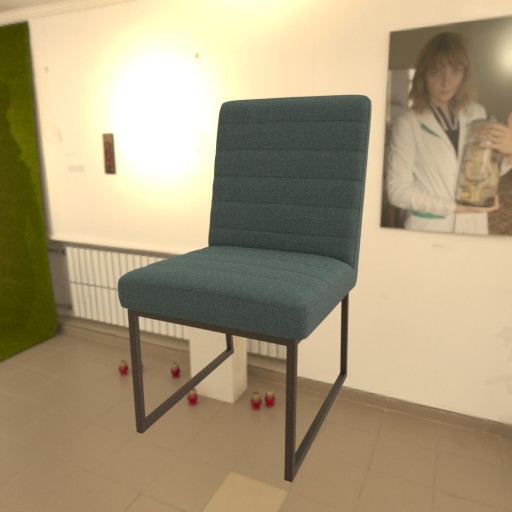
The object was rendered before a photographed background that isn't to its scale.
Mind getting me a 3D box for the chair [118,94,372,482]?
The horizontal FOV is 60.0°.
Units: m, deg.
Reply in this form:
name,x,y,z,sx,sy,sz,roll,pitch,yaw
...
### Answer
name,x,y,z,sx,sy,sz,roll,pitch,yaw
chair,0.000,0.000,1.300,0.520,0.930,0.634,6,15,24
